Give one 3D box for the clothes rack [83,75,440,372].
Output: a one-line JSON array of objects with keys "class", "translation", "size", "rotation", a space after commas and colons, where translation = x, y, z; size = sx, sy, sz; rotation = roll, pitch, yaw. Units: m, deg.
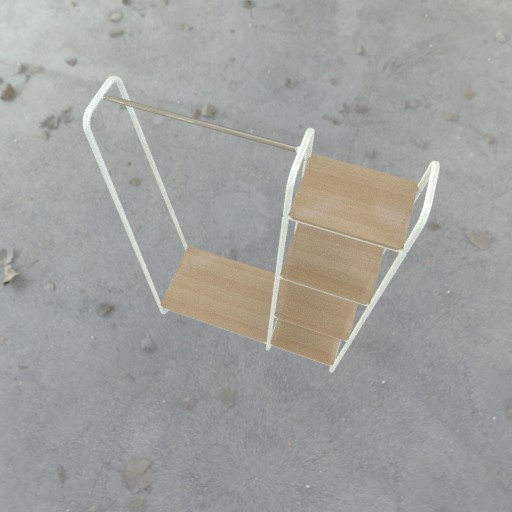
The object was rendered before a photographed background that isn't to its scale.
[{"class": "clothes rack", "translation": [0.000, 0.000, 1.911], "size": [1.011, 1.500, 0.400], "rotation": [18, 65, 9]}]
